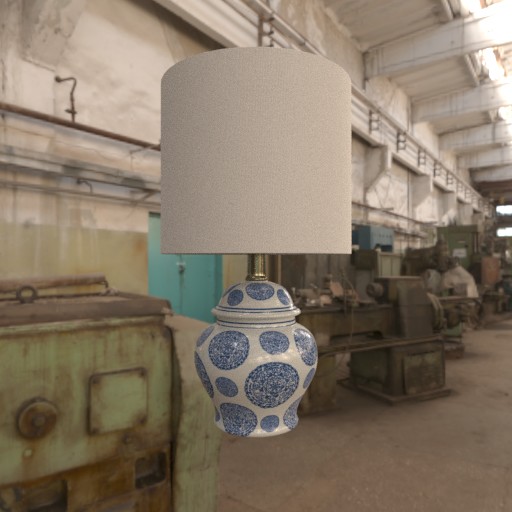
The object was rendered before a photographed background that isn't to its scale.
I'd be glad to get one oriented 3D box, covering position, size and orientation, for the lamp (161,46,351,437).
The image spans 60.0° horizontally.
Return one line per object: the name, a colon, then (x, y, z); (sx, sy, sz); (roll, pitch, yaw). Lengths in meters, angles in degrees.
lamp: (0.000, 0.000, 0.510); (0.215, 0.381, 0.215); (0, 0, 36)
